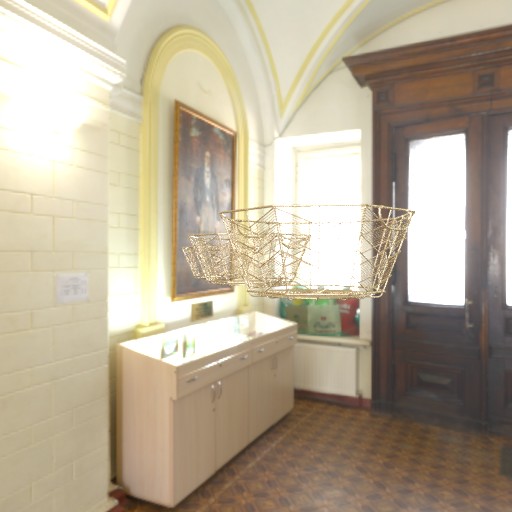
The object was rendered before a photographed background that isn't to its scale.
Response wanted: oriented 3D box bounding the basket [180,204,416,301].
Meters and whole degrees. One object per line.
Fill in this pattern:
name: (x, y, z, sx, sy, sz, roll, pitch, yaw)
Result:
basket: (0.000, 0.000, 1.371, 0.432, 0.178, 1.246, 0, 0, -18)
